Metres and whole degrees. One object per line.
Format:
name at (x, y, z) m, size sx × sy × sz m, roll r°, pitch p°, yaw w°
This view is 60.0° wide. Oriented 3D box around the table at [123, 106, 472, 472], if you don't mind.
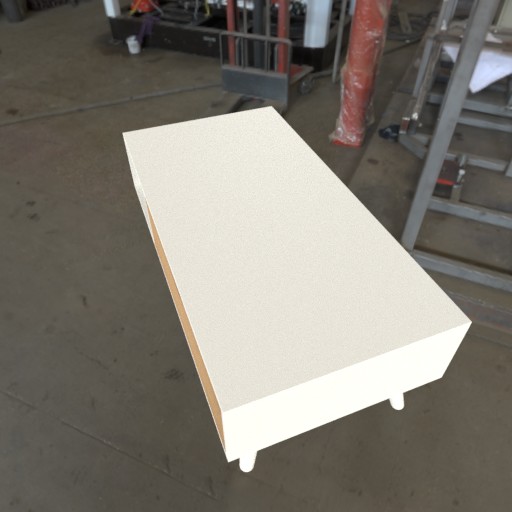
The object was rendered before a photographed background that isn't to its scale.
table at (0.000, 0.000, 1.498) m, size 0.609 × 0.432 × 1.194 m, roll -15°, pitch 46°, yaw -15°
